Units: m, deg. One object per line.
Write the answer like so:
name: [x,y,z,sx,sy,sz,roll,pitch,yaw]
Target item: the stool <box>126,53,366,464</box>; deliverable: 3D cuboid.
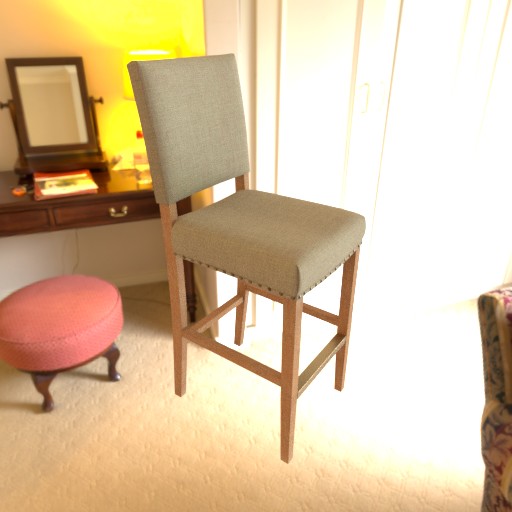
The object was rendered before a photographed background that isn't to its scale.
stool: [0.000,0.000,1.483,0.585,1.203,0.445,18,32,31]
